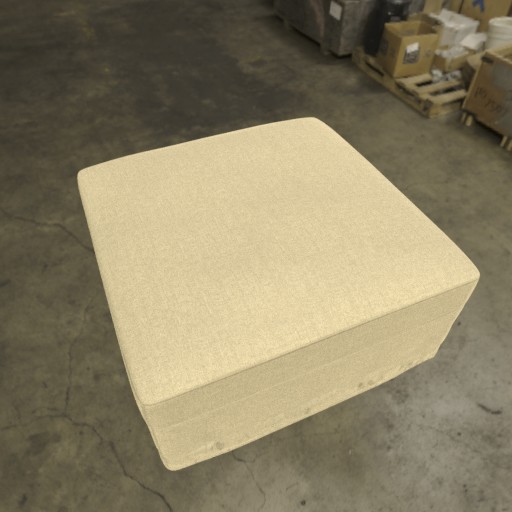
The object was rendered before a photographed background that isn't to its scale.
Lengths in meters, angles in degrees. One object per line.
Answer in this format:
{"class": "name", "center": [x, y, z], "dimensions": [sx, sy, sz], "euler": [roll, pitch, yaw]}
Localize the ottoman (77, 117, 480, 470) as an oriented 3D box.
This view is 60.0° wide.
{"class": "ottoman", "center": [0.000, 0.000, 1.303], "dimensions": [0.843, 0.436, 0.840], "euler": [-18, 49, -16]}
